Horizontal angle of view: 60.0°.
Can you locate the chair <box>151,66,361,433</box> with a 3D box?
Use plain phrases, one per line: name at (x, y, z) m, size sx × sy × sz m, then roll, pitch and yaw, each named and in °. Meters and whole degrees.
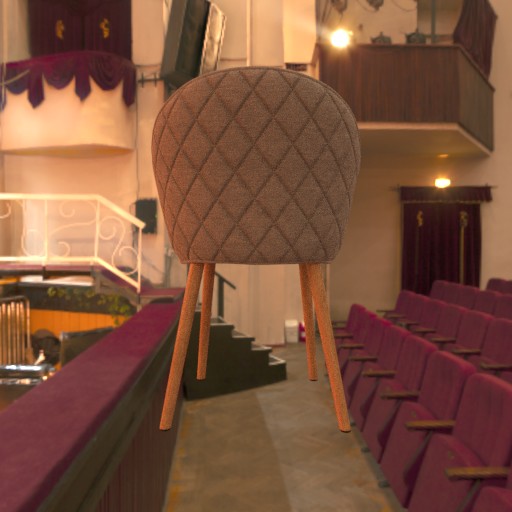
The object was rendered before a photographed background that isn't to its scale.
chair at (0.000, 0.000, 1.186) m, size 0.540 × 0.800 × 0.530 m, roll 0°, pitch 1°, yaw 1°
